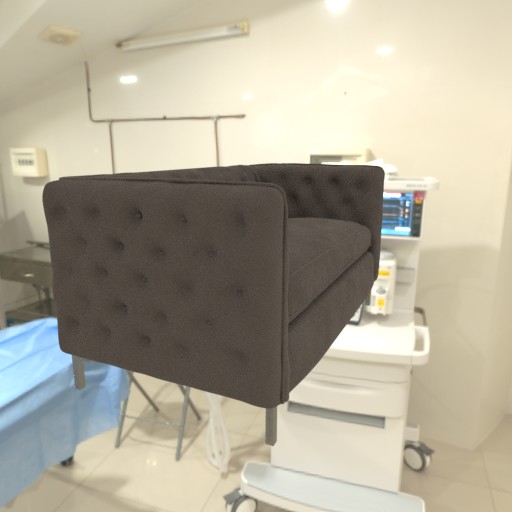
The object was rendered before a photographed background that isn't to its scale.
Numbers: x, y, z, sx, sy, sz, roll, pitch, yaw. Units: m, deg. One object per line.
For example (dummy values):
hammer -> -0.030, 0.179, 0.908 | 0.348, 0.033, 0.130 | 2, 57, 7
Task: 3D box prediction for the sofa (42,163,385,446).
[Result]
sofa -> 0.000, 0.000, 2.080 | 0.909, 0.810, 1.583 | 7, 15, 25
